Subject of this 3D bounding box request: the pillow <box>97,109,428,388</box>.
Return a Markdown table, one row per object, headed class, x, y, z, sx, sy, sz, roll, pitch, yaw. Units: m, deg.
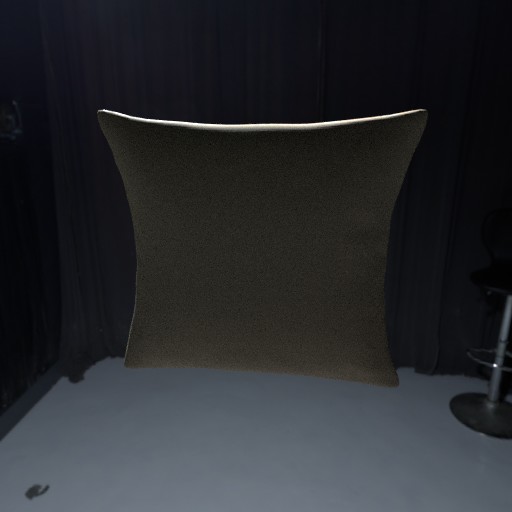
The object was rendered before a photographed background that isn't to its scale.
| class | x | y | z | sx | sy | sz | roll | pitch | yaw |
| --- | --- | --- | --- | --- | --- | --- | --- | --- | --- |
| pillow | 0.000 | 0.000 | 0.809 | 0.552 | 0.508 | 0.166 | 2 | 17 | 7 |
